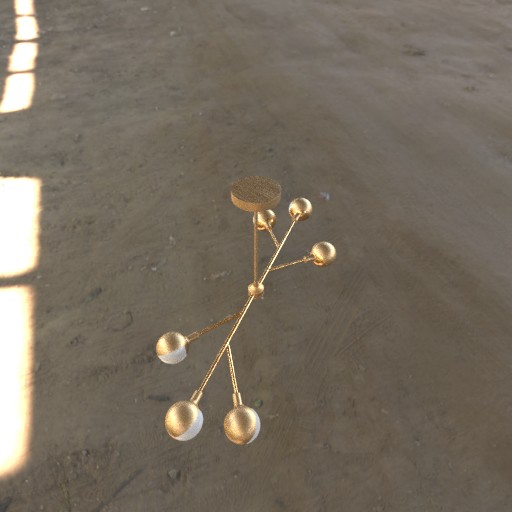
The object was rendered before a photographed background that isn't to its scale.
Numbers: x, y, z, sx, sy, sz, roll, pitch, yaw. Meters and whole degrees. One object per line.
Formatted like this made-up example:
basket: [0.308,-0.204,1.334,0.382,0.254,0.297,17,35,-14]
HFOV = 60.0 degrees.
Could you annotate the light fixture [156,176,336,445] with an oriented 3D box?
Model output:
light fixture: [0.000,0.000,1.018,0.434,0.362,0.778,27,48,27]
